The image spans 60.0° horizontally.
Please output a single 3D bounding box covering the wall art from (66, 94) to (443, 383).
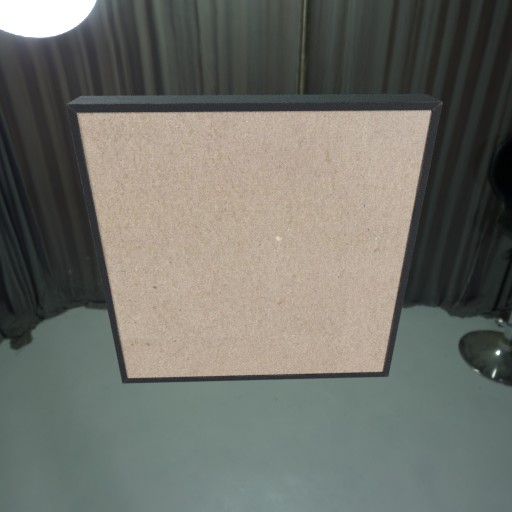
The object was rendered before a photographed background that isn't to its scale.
[{"bbox_3d":[0.000,0.000,0.449,0.305,0.305,0.038,-1,29,-2],"label":"wall art"}]
